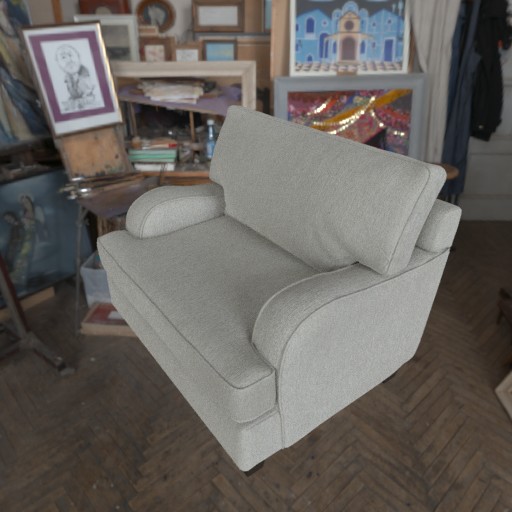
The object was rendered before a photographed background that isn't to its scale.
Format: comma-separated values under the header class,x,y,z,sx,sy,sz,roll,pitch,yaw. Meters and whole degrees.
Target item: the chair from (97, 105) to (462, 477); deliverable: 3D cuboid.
class,x,y,z,sx,sy,sz,roll,pitch,yaw
chair,0.000,0.000,1.929,1.041,1.016,1.220,-21,36,-31
